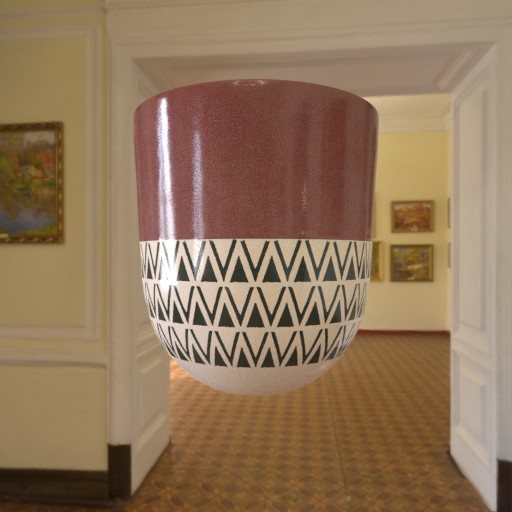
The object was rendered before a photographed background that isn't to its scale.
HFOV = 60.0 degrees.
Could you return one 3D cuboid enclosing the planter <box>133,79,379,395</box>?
[{"bbox_3d":[0.000,0.000,0.364,0.195,0.214,0.195,0,0,0],"label":"planter"}]
